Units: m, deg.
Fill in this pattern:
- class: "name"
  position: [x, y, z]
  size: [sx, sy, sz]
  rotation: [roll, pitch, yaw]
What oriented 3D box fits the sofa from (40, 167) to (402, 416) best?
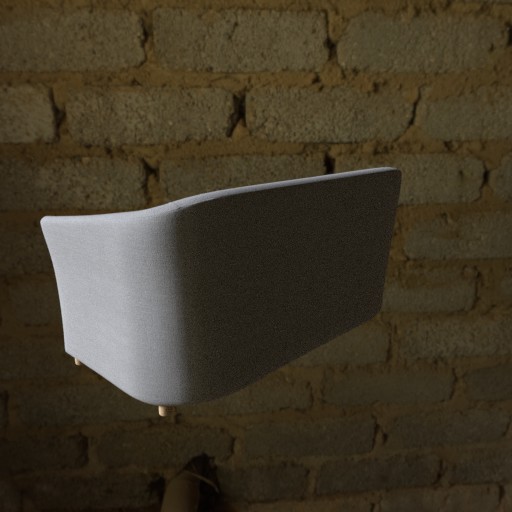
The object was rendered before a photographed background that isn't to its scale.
- class: "sofa"
  position: [0.000, 0.000, 1.861]
  size: [1.452, 0.721, 0.705]
  rotation: [-16, 24, -41]
